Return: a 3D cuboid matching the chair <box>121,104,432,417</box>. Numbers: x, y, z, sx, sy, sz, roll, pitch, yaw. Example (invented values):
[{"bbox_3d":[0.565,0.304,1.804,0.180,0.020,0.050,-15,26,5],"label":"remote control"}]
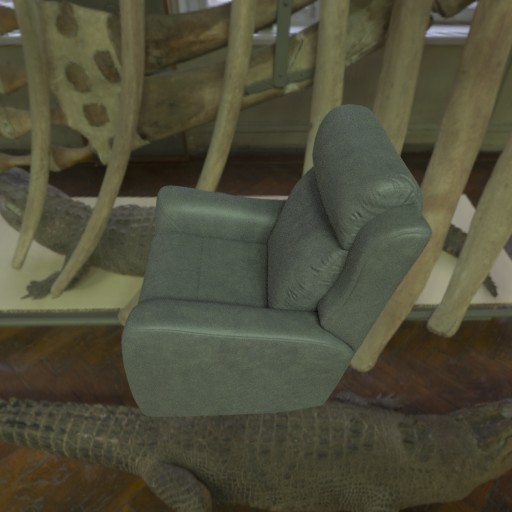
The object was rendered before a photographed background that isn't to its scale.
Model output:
[{"bbox_3d":[0.000,0.000,1.934,1.068,1.116,0.965,-1,40,-1],"label":"chair"}]
